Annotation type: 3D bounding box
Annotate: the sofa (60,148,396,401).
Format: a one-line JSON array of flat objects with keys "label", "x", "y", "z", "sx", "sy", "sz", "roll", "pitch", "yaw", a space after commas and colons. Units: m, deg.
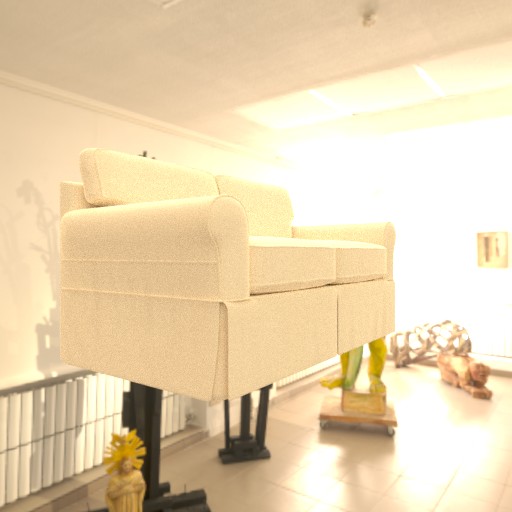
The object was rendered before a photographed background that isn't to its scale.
[{"label": "sofa", "x": 0.000, "y": 0.000, "z": 2.335, "sx": 0.991, "sy": 0.940, "sz": 1.727, "roll": 0, "pitch": 0, "yaw": 36}]
